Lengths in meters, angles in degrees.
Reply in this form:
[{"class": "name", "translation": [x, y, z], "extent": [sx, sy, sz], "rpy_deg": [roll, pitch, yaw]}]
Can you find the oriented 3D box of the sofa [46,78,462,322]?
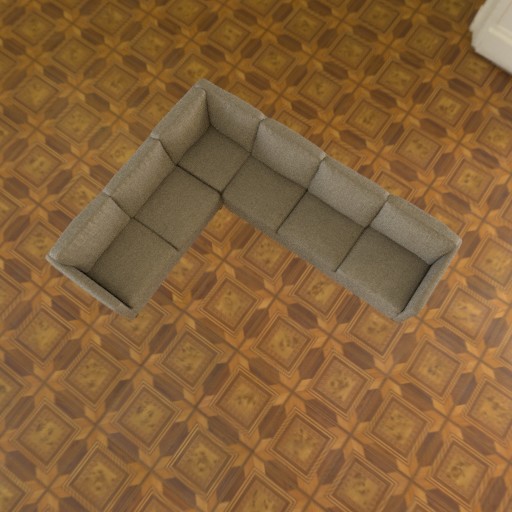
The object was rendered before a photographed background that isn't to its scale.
[{"class": "sofa", "translation": [0.000, 0.000, 4.582], "extent": [3.302, 0.947, 2.593], "rpy_deg": [34, 77, 9]}]
